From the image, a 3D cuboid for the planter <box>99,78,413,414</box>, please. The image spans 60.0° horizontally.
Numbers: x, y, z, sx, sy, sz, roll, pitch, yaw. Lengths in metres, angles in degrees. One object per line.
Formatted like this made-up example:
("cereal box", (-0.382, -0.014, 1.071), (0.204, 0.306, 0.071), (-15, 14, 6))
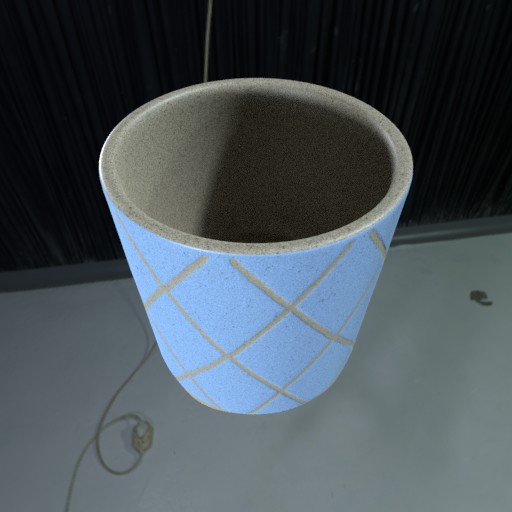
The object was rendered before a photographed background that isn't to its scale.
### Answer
("planter", (0.000, 0.000, 0.347), (0.191, 0.200, 0.191), (0, 46, 0))
